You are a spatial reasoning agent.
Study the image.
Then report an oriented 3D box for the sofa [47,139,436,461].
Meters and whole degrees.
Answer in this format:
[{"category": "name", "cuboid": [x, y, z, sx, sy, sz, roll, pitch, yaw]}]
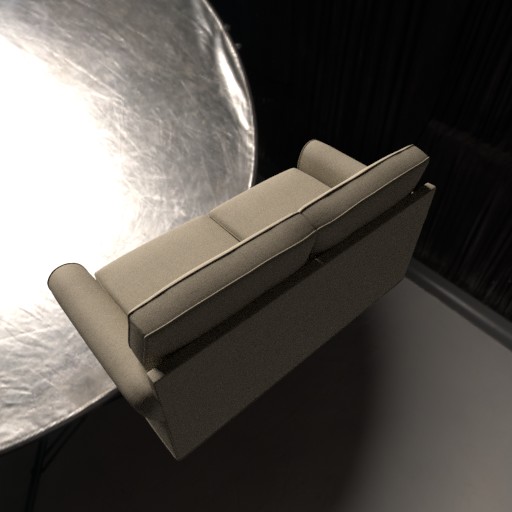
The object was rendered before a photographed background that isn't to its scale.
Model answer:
[{"category": "sofa", "cuboid": [0.000, 0.000, 2.232, 1.774, 0.933, 0.861, -32, 54, -27]}]
